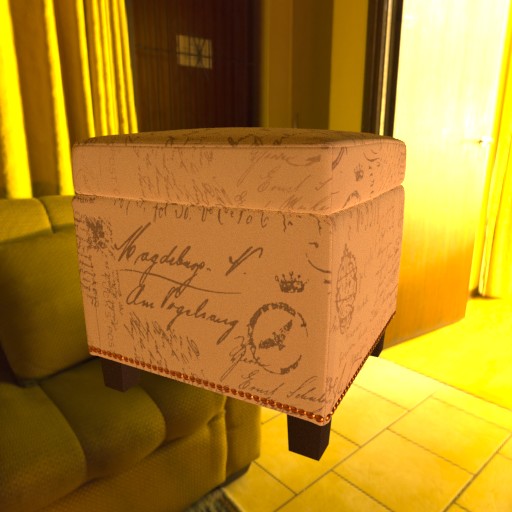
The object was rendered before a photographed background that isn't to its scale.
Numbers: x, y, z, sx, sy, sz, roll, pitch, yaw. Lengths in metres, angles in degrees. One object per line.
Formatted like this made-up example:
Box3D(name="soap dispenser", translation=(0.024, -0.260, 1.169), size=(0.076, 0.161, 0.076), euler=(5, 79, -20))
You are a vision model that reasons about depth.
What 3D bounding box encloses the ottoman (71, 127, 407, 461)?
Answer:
Box3D(name="ottoman", translation=(0.000, 0.000, 0.824), size=(0.450, 0.457, 0.449), euler=(8, 17, 27))
